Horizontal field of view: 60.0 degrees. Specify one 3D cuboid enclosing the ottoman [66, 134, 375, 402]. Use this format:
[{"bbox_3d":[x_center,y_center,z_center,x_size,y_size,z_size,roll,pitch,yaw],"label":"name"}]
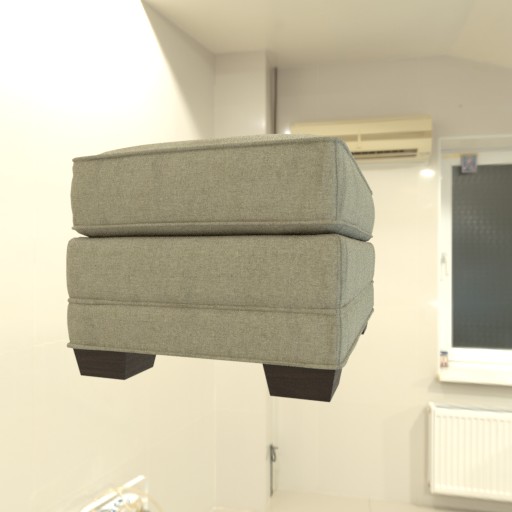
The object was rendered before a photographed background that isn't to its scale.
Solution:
[{"bbox_3d":[0.000,0.000,1.236,0.611,0.508,0.848,0,1,19],"label":"ottoman"}]
